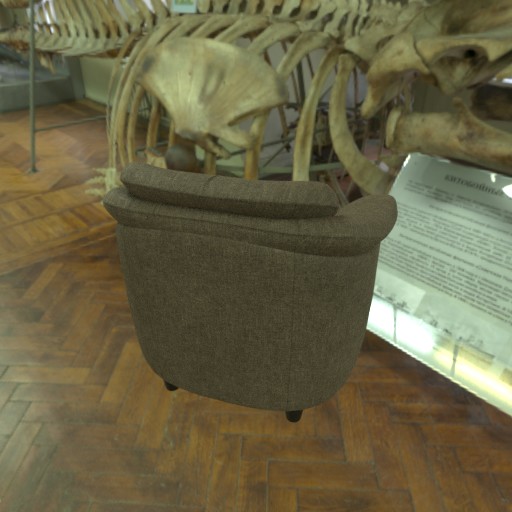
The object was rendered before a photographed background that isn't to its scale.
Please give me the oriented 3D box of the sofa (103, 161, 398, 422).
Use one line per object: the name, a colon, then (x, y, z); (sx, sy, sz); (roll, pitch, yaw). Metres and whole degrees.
sofa: (0.000, 0.000, 1.501); (0.870, 0.811, 0.794); (9, 32, 15)
